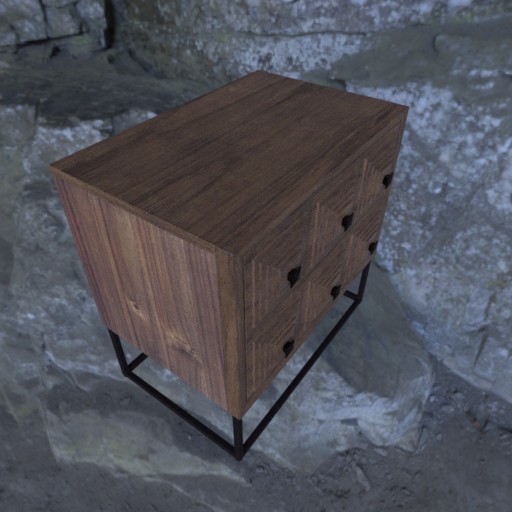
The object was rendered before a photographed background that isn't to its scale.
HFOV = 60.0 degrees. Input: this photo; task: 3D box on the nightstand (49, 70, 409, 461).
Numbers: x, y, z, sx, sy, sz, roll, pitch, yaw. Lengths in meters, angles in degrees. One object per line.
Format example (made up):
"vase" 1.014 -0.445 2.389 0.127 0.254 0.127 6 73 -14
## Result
"nightstand" 0.000 0.000 1.043 0.437 0.610 0.610 25 47 27
